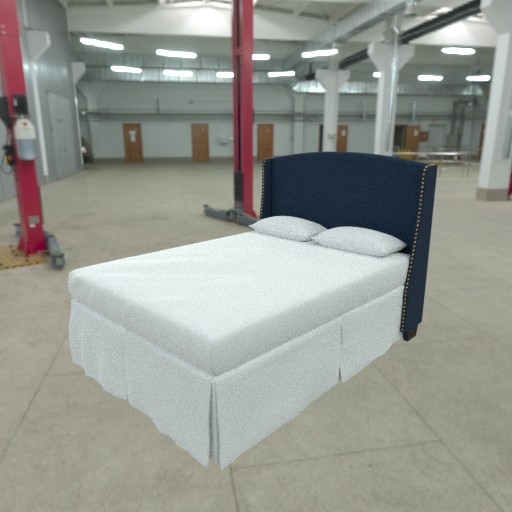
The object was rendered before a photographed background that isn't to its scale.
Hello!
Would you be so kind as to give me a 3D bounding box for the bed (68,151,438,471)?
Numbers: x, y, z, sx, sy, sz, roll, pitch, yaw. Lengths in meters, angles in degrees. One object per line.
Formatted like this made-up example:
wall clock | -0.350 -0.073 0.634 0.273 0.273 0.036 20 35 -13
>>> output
bed | 0.000 0.000 3.168 1.604 1.402 2.223 14 21 42
